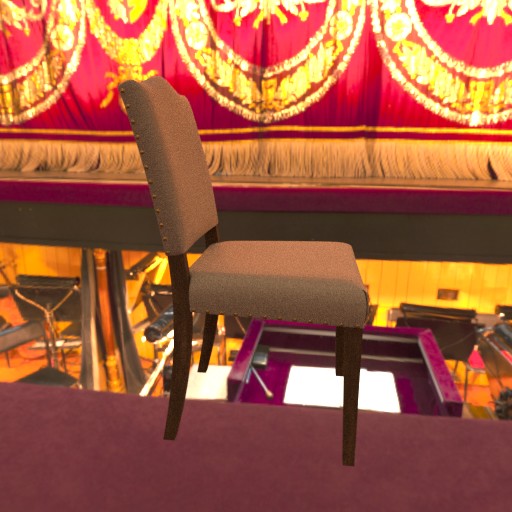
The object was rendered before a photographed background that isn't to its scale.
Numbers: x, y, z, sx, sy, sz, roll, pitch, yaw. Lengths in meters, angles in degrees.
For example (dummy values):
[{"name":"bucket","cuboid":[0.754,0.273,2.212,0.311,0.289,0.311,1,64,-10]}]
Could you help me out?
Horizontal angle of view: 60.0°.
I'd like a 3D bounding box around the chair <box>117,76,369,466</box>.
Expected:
[{"name":"chair","cuboid":[0.000,0.000,1.334,0.620,1.020,0.508,2,15,7]}]
